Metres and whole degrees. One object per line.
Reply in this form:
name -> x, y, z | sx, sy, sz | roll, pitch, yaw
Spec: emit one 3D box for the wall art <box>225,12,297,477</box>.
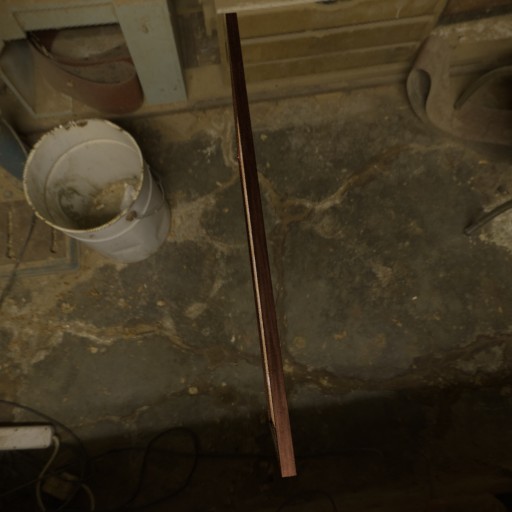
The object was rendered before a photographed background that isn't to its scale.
wall art -> 0.000, 0.000, 0.540 | 0.012, 0.304, 0.431 | -7, 76, -2
